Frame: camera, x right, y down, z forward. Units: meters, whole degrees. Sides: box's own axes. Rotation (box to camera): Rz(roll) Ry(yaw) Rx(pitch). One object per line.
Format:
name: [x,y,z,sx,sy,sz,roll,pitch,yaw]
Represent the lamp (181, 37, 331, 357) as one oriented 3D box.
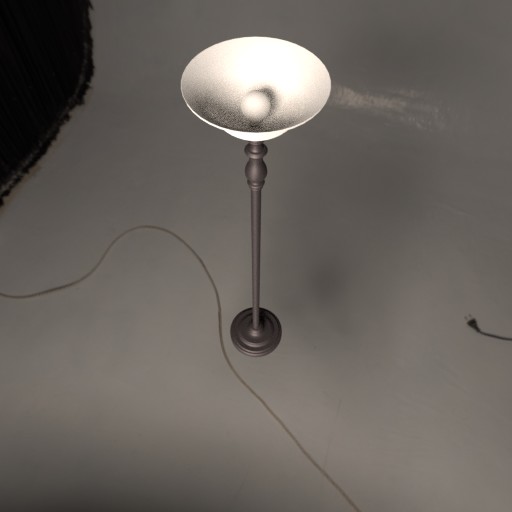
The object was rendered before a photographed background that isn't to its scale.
lamp: [0.000,0.000,1.962,0.405,1.797,0.405,15,59,9]
